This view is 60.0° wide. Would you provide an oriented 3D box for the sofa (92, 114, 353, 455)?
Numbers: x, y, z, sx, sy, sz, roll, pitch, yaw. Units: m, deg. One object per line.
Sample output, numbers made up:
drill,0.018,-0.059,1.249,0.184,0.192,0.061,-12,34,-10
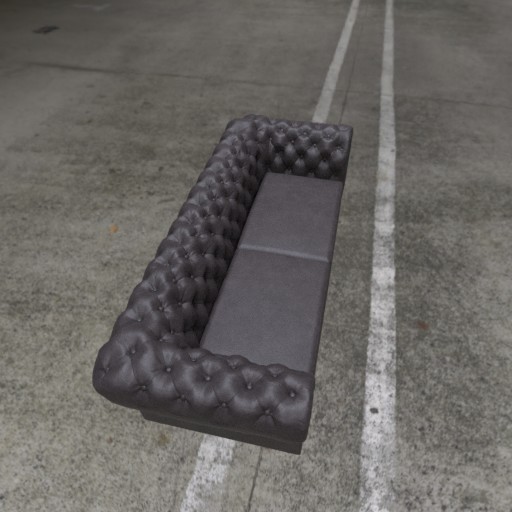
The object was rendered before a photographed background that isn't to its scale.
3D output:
sofa,0.000,0.000,2.742,0.944,0.783,2.385,9,45,9
